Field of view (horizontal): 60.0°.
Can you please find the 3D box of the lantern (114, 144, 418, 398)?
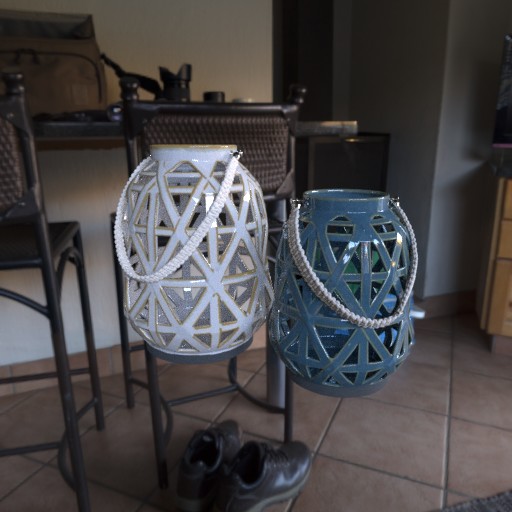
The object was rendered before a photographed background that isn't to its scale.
[{"bbox_3d":[0.000,0.000,0.632,0.439,0.307,0.245,7,16,25],"label":"lantern"}]
